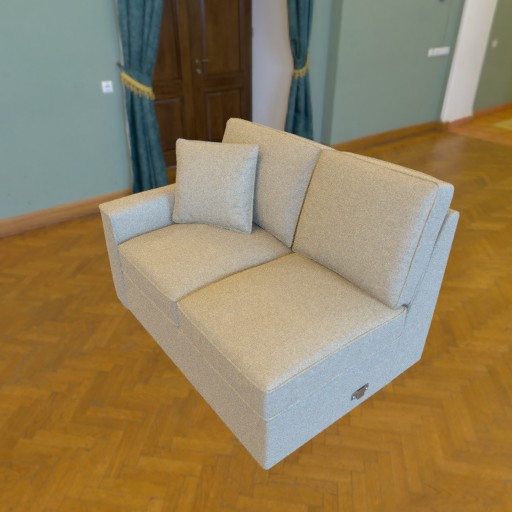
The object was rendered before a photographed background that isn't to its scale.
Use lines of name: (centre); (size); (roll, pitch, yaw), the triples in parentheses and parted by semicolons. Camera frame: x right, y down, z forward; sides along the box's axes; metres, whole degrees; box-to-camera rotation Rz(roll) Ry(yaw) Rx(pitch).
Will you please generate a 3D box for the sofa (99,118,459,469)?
sofa: (0.000, 0.000, 2.091); (0.991, 0.989, 1.388); (-22, 37, -32)
